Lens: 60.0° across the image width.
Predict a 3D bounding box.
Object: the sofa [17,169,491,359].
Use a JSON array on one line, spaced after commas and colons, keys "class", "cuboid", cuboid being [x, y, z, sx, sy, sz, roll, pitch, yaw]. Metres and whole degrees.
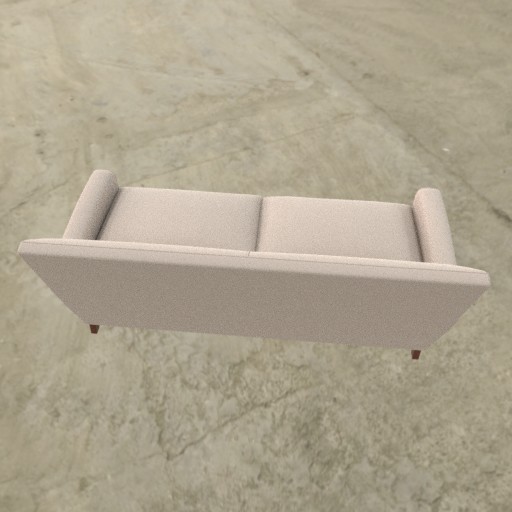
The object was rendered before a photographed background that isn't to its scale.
[{"class": "sofa", "cuboid": [0.000, 0.000, 2.358, 2.000, 0.846, 0.875, 4, 48, 4]}]
